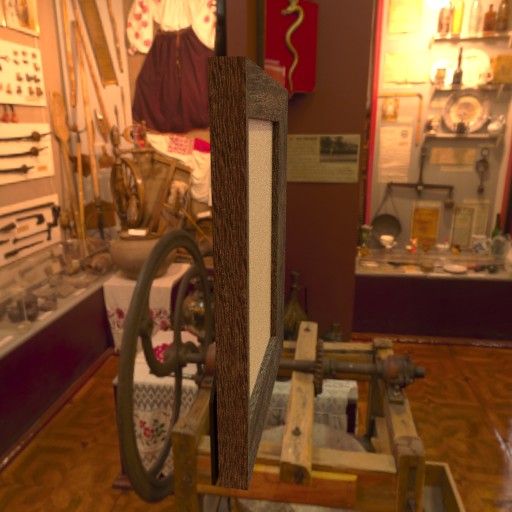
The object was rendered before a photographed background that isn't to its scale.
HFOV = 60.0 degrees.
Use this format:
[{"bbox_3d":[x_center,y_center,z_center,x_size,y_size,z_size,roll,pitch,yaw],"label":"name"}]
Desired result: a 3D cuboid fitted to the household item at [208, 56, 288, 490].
[{"bbox_3d":[0.000,0.000,0.281,0.020,0.210,0.160,3,16,10],"label":"household item"}]
